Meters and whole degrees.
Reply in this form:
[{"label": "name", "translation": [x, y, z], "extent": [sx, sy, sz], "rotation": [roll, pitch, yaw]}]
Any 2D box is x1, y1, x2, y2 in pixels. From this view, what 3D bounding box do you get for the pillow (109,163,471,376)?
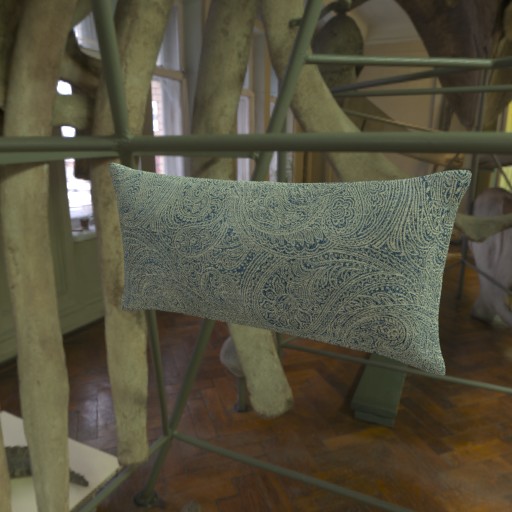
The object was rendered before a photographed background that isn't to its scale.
[{"label": "pillow", "translation": [0.000, 0.000, 0.734], "extent": [0.615, 0.295, 0.151], "rotation": [7, 16, 26]}]
